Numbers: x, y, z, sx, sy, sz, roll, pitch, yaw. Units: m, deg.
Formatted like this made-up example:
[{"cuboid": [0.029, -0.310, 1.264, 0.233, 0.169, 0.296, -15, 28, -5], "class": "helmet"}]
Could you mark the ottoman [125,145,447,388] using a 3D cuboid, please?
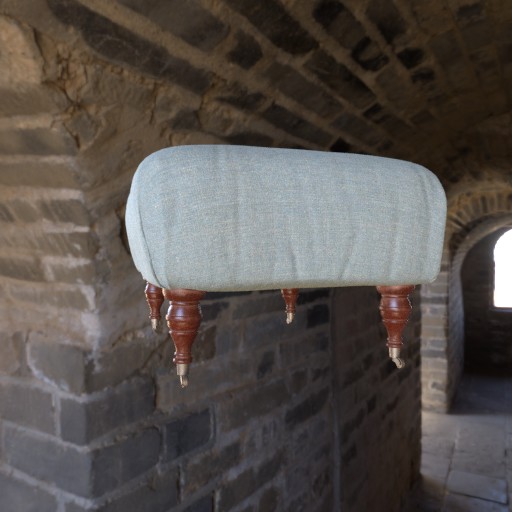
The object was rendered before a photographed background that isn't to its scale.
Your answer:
[{"cuboid": [0.000, 0.000, 1.121, 0.622, 0.450, 0.747, 0, 0, -18], "class": "ottoman"}]
